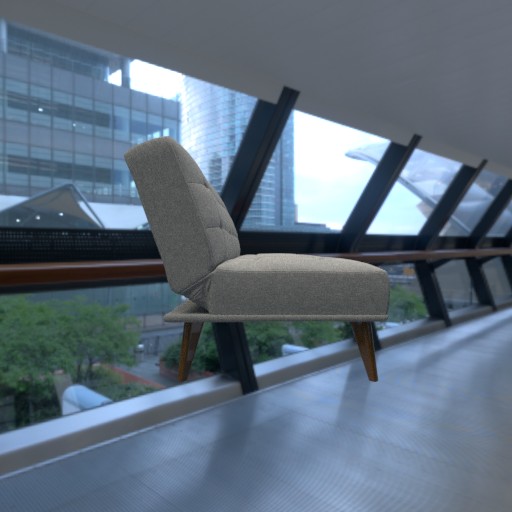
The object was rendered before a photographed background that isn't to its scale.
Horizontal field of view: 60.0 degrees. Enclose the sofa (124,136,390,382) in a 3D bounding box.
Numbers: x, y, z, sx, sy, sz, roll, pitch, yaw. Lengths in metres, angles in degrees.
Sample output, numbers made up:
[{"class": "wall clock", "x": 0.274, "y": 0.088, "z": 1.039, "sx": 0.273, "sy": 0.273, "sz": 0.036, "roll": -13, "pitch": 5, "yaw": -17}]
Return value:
[{"class": "sofa", "x": 0.000, "y": 0.000, "z": 2.313, "sx": 0.860, "sy": 0.810, "sz": 1.800, "roll": 0, "pitch": 0, "yaw": 0}]
